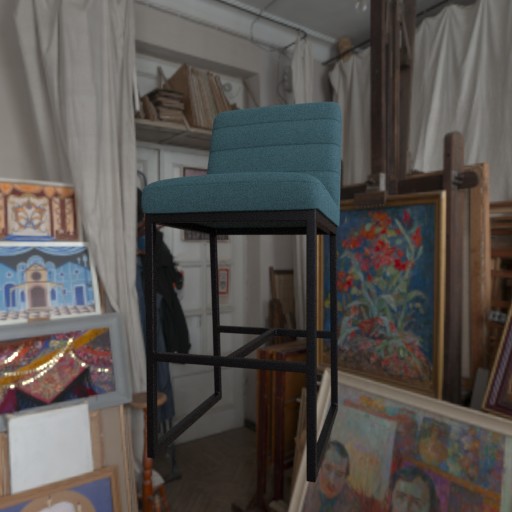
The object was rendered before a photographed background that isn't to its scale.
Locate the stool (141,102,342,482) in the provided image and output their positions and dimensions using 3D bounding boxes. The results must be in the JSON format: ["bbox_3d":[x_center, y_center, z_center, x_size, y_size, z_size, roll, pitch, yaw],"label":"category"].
[{"bbox_3d":[0.000,0.000,1.323,0.460,1.040,0.560,0,1,16],"label":"stool"}]
